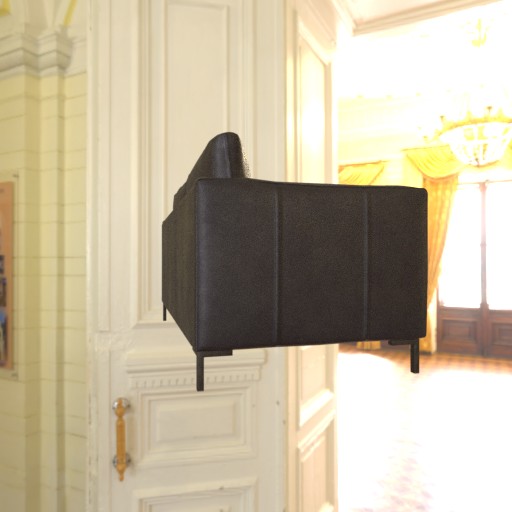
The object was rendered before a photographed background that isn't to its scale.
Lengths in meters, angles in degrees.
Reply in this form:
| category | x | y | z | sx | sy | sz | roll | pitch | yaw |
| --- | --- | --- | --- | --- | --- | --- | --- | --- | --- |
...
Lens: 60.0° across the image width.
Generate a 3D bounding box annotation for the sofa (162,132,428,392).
| category | x | y | z | sx | sy | sz | roll | pitch | yaw |
| --- | --- | --- | --- | --- | --- | --- | --- | --- | --- |
| sofa | 0.000 | 0.000 | 2.357 | 0.947 | 0.883 | 1.805 | 0 | 0 | -18 |
